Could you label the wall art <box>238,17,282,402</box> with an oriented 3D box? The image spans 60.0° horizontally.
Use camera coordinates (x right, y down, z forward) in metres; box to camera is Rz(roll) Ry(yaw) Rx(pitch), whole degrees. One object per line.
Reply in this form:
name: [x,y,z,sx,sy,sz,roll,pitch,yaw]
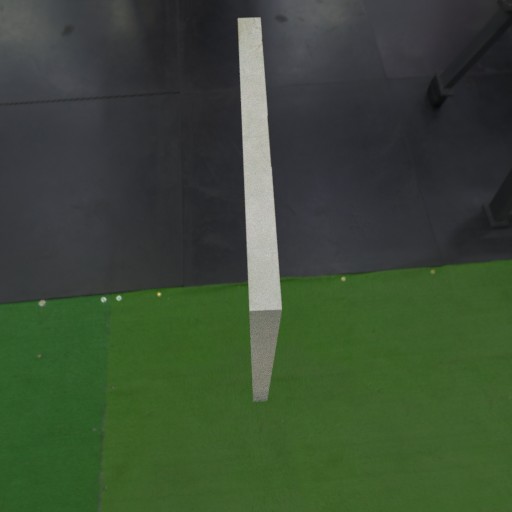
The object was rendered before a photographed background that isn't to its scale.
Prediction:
wall art: [0.000,0.000,0.967,0.038,0.764,0.508,-2,64,-1]
